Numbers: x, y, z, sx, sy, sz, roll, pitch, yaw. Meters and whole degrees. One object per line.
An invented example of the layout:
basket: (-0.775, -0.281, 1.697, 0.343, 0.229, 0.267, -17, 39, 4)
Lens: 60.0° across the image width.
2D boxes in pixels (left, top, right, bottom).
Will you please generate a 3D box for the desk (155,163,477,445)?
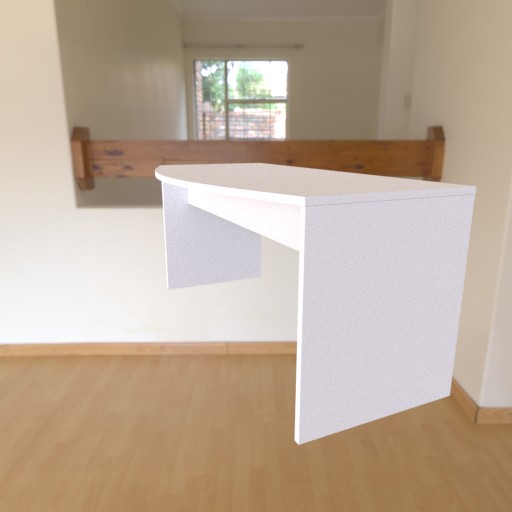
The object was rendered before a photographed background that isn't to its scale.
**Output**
desk: (0.000, 0.000, 2.042, 0.802, 0.750, 1.600, -7, 16, -24)
